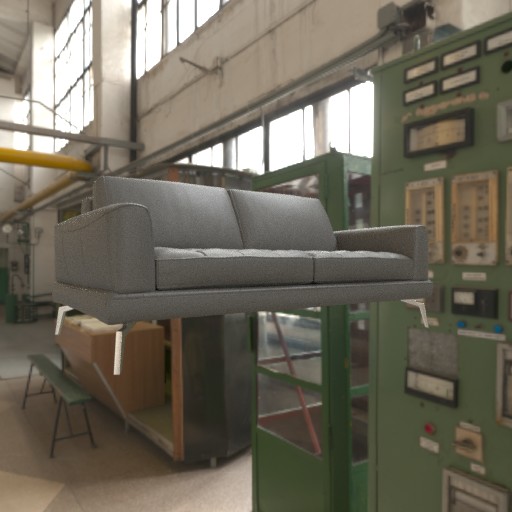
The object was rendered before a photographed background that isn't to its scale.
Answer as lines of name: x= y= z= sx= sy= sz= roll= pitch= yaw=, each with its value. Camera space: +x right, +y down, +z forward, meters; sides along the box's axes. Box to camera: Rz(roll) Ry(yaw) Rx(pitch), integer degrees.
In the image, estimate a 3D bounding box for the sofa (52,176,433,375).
sofa: x=0.000 y=0.000 z=2.748 sx=2.177 sy=0.930 sz=1.121 roll=0 pitch=-1 yaw=-35
